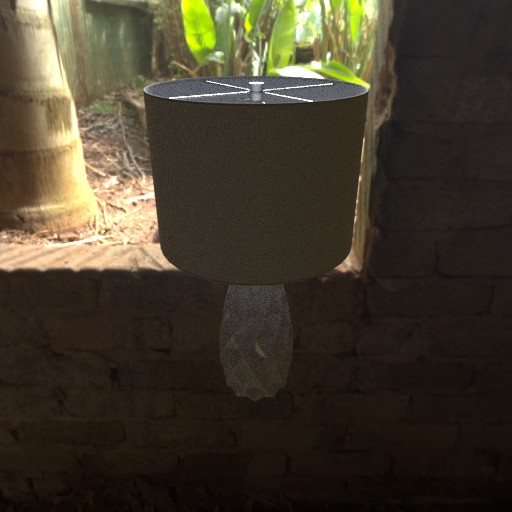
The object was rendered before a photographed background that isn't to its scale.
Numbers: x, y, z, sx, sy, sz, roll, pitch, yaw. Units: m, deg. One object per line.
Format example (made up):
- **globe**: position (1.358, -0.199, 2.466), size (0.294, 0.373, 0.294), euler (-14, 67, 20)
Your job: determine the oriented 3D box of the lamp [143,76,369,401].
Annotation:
- **lamp**: position (0.000, 0.000, 0.715), size (0.297, 0.522, 0.297), euler (0, 27, 0)
